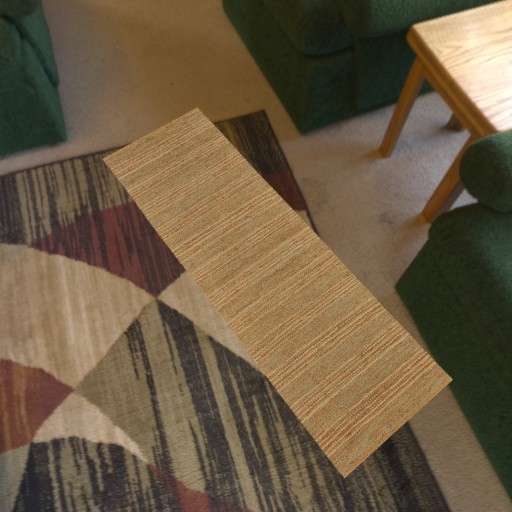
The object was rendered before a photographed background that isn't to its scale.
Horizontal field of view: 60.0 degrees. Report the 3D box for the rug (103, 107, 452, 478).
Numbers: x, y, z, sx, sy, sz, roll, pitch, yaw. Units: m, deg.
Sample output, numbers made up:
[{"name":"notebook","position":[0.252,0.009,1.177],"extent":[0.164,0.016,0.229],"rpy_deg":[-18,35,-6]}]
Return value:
[{"name":"rug","position":[0.000,0.000,2.690],"extent":[0.783,0.006,2.438],"rpy_deg":[-34,68,-16]}]
